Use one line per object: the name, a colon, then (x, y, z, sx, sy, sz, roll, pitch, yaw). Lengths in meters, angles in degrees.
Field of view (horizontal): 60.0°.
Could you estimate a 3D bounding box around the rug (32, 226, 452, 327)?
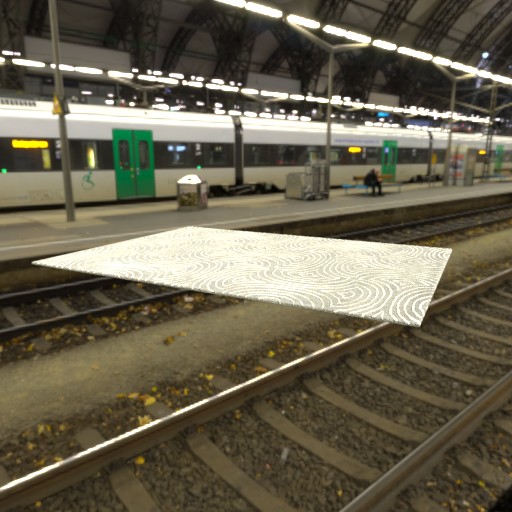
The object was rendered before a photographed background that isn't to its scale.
rug: (0.000, 0.000, 2.765, 2.144, 0.015, 1.543, 6, 14, 27)
